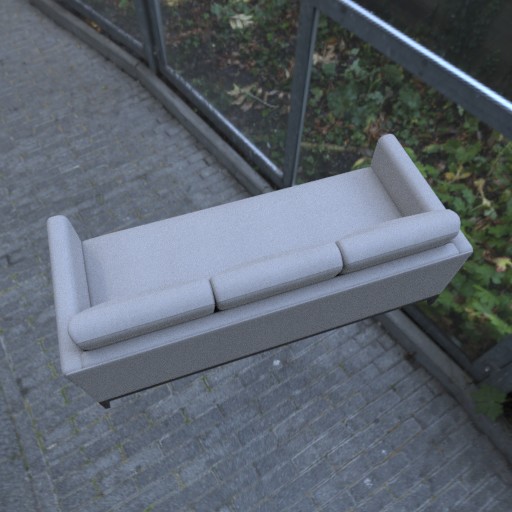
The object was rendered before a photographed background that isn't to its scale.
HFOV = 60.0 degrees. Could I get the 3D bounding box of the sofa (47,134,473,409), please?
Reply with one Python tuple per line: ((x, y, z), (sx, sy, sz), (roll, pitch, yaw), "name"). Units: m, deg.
((0.000, 0.000, 2.654), (2.210, 0.838, 0.959), (-16, 59, -10), "sofa")
